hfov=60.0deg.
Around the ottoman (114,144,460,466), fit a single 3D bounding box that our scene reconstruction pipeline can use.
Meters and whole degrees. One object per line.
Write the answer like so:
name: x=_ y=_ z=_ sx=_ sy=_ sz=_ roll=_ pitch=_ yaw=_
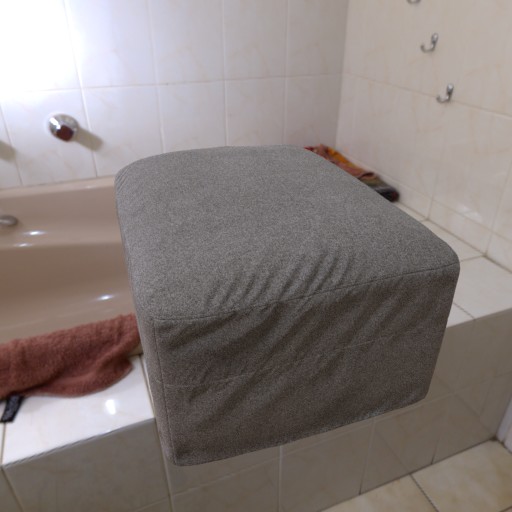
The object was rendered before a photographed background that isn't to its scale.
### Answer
ottoman: x=0.000 y=0.000 z=1.216 sx=0.683 sy=0.481 sz=0.837 roll=-10 pitch=32 yaw=-17
